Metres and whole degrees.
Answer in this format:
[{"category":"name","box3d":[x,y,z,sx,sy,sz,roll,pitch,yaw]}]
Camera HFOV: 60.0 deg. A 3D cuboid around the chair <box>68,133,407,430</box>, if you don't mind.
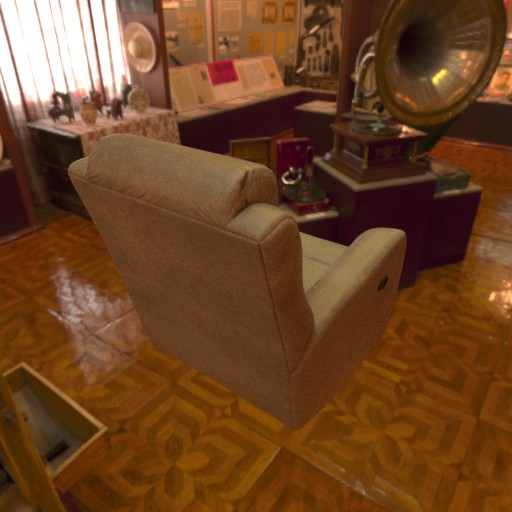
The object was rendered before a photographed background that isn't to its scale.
[{"category":"chair","box3d":[0.000,0.000,1.886,0.965,1.116,1.068,21,36,32]}]
